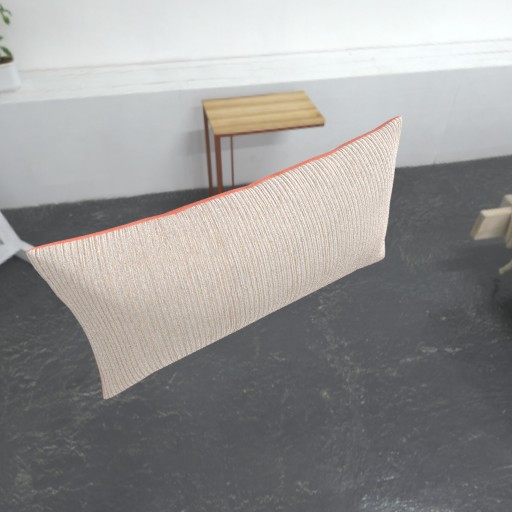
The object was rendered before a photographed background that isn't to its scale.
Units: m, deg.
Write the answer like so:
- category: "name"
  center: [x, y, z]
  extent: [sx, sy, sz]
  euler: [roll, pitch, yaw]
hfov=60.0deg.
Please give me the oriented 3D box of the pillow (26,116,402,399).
- category: "pillow"
  center: [0.000, 0.000, 0.729]
  extent: [0.608, 0.307, 0.155]
  euler: [-24, 51, -21]
